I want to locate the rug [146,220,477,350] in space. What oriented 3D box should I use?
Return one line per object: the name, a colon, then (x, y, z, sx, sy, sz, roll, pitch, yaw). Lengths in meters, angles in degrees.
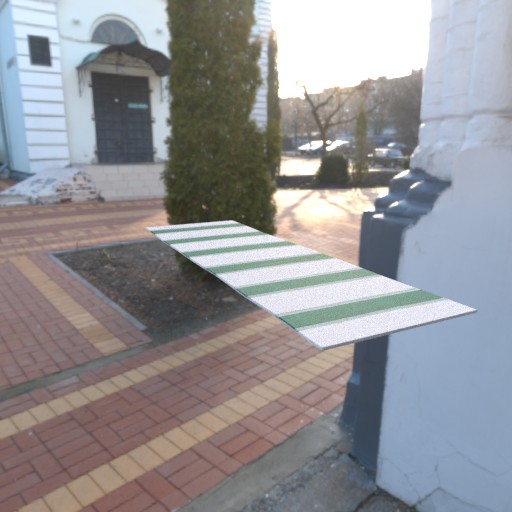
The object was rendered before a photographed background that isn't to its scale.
rug: (0.000, 0.000, 2.672, 0.768, 0.012, 2.438, -7, 16, -26)
